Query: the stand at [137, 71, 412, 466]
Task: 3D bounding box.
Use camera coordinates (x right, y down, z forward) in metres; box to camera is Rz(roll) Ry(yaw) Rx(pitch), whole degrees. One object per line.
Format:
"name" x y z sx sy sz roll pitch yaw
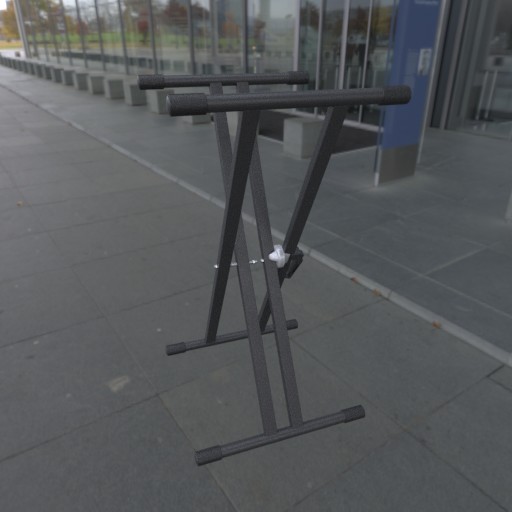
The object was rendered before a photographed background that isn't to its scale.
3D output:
"stand" 0.000 0.000 1.213 0.495 0.900 0.503 -9 27 -17
